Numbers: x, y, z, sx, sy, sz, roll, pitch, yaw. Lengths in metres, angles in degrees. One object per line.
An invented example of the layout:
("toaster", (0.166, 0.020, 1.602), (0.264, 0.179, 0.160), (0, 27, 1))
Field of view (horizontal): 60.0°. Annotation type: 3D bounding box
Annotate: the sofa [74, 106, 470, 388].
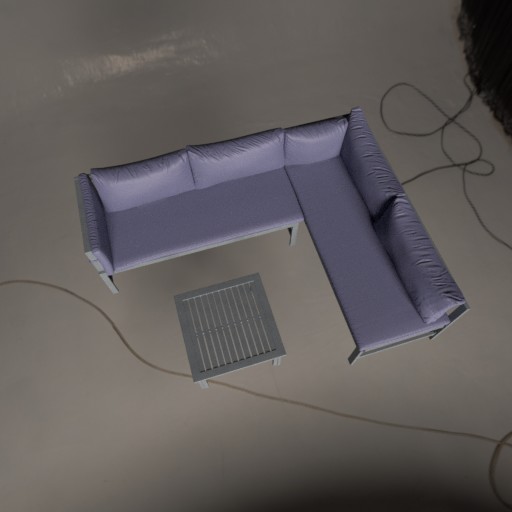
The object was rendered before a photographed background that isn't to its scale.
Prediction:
("sofa", (0.000, 0.000, 3.058), (2.149, 0.762, 1.658), (-15, 64, -8))
